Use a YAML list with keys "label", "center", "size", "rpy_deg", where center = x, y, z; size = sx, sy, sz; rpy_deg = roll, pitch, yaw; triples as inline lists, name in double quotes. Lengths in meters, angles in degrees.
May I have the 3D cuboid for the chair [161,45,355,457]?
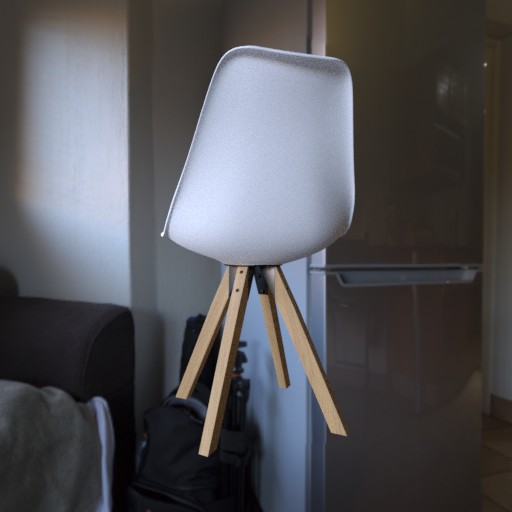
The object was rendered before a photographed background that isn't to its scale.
- label: "chair"
  center: [0.000, 0.000, 1.163]
  size: [0.485, 0.849, 0.550]
  rpy_deg: [-1, 2, -18]
